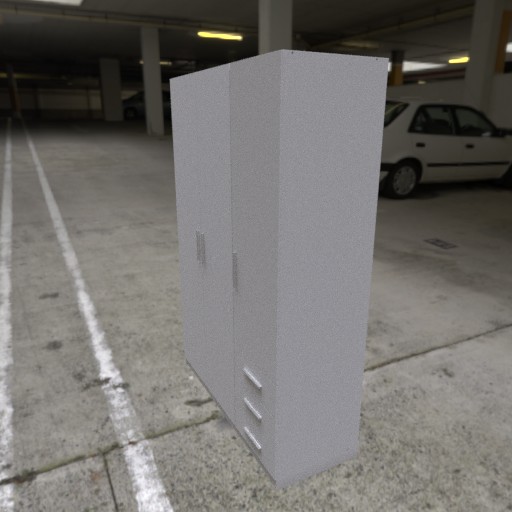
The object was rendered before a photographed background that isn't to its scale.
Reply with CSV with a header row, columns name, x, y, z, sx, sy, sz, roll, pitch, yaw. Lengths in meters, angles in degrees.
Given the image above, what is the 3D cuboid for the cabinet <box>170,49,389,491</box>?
name,x,y,z,sx,sy,sz,roll,pitch,yaw
cabinet,0.000,0.000,2.464,0.510,1.910,1.290,-9,19,-26
